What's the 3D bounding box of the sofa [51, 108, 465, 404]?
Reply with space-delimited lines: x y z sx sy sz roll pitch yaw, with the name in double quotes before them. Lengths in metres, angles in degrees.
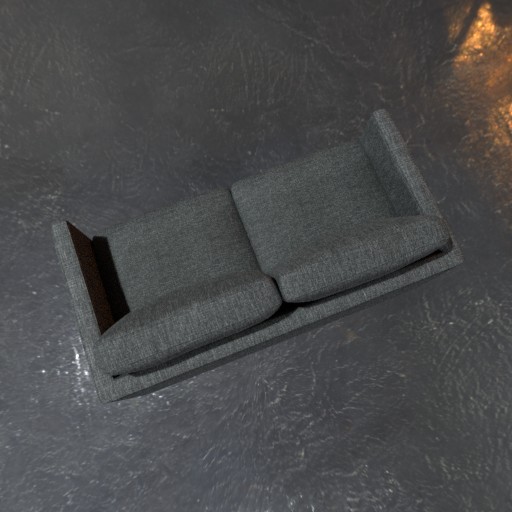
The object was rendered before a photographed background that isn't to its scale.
"sofa" 0.000 0.000 2.448 1.884 0.963 0.950 -21 76 -5
